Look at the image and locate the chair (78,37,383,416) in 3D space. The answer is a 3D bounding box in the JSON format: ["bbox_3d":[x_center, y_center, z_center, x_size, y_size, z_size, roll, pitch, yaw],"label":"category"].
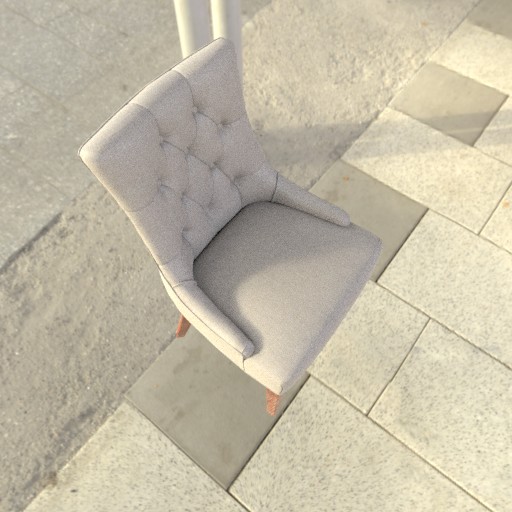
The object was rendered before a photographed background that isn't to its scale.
[{"bbox_3d":[0.000,0.000,1.201,0.565,0.874,0.509,32,64,17],"label":"chair"}]
